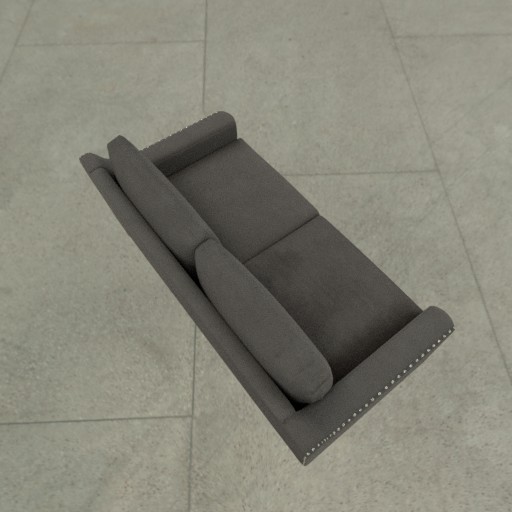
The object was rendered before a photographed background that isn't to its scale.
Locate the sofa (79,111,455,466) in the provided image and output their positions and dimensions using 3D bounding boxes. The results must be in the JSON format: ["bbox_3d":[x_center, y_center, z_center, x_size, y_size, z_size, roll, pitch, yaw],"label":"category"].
[{"bbox_3d":[0.000,0.000,3.255,1.336,1.196,2.550,-33,64,-19],"label":"sofa"}]
